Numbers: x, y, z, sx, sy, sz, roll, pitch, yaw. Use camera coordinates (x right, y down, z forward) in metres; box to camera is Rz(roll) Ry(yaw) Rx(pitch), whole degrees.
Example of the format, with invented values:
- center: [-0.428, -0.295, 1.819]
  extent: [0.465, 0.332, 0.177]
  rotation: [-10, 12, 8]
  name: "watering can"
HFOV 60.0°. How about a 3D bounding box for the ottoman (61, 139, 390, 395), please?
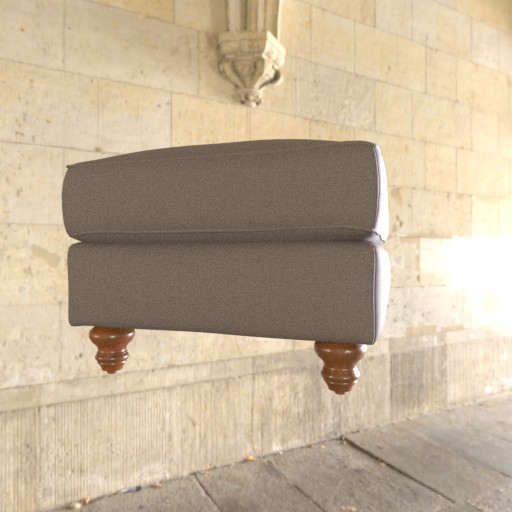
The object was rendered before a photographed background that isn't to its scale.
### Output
- center: [0.000, 0.000, 1.142]
  extent: [0.662, 0.505, 0.721]
  rotation: [0, 0, 17]
  name: "ottoman"
